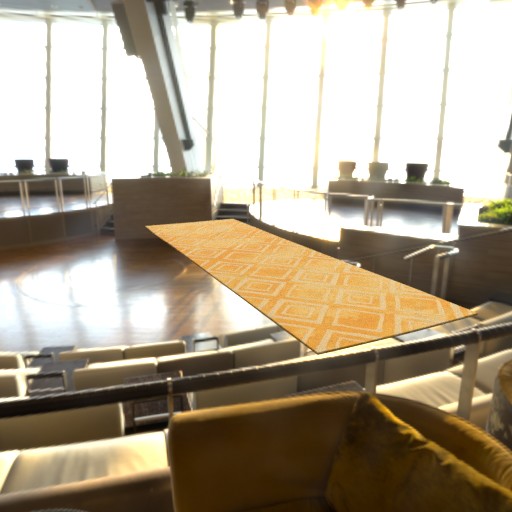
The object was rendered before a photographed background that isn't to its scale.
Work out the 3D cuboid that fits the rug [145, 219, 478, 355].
[{"bbox_3d":[0.000,0.000,2.646,0.775,0.010,2.438,-7,16,-26],"label":"rug"}]
